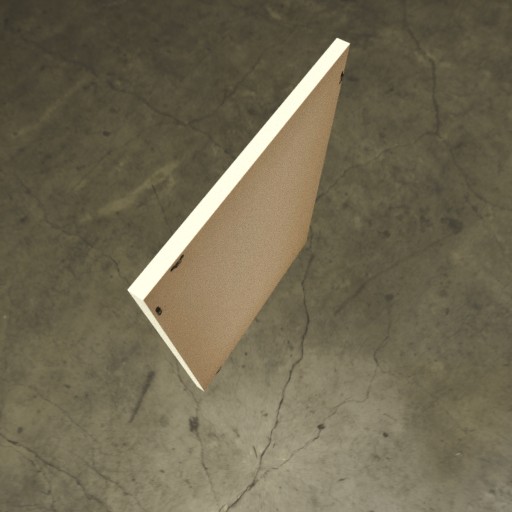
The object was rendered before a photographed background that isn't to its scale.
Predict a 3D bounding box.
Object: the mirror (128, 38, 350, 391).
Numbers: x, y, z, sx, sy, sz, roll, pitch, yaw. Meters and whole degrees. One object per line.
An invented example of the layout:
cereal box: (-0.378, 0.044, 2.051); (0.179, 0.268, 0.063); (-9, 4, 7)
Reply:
mirror: (0.000, 0.000, 1.365); (0.040, 1.016, 0.762); (30, 68, 14)
